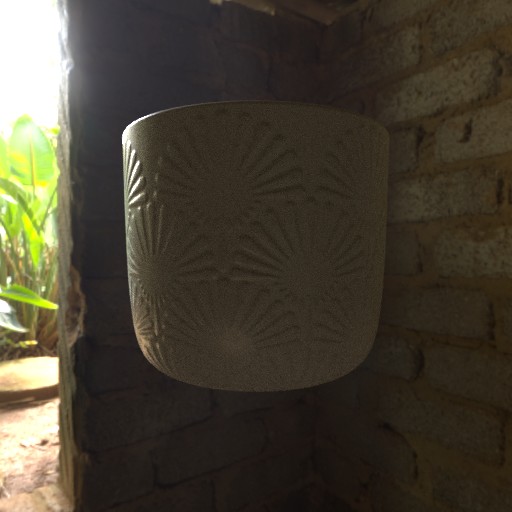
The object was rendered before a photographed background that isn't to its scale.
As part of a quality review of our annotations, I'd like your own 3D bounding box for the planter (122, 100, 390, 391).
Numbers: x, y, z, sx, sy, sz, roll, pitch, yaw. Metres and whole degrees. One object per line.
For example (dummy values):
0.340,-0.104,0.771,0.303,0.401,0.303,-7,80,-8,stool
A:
0.000,0.000,0.215,0.124,0.109,0.124,0,0,0,planter
